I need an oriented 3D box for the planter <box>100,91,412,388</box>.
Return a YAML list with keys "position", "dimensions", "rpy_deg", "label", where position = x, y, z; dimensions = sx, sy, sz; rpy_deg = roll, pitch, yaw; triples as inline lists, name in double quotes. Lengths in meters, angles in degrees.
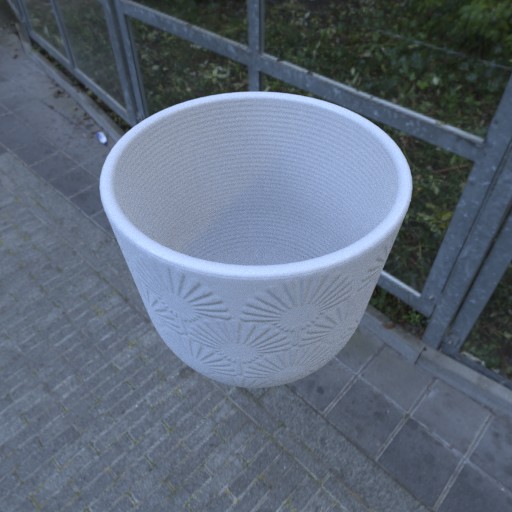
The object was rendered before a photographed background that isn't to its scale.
- position: [0.000, 0.000, 0.300]
  dimensions: [0.170, 0.152, 0.170]
  rpy_deg: [0, 46, 0]
  label: "planter"
